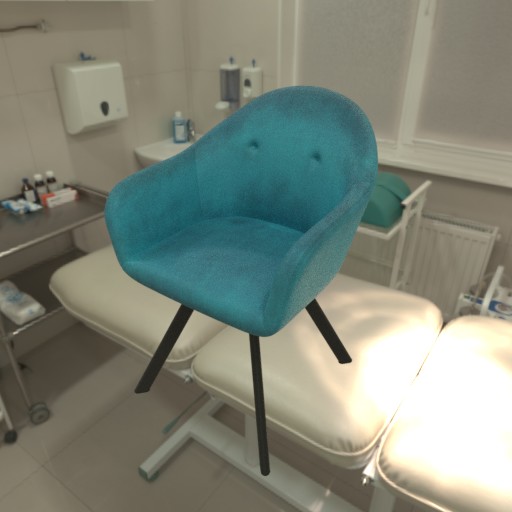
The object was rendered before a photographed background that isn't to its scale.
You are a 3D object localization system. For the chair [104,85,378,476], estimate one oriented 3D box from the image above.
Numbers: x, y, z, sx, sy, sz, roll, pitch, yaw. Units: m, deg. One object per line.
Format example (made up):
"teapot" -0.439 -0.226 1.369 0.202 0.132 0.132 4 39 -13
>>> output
"chair" 0.000 0.000 1.164 0.540 0.780 0.570 19 35 30
